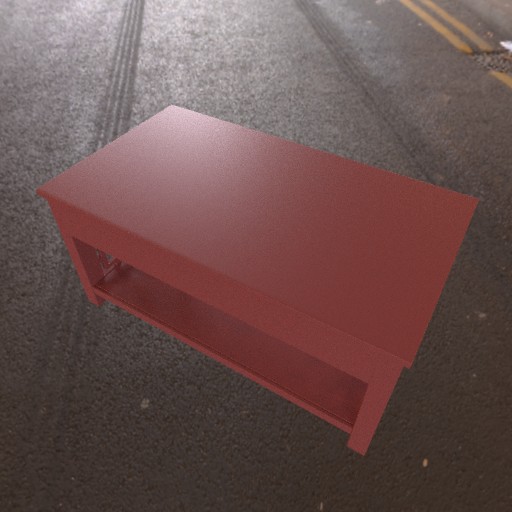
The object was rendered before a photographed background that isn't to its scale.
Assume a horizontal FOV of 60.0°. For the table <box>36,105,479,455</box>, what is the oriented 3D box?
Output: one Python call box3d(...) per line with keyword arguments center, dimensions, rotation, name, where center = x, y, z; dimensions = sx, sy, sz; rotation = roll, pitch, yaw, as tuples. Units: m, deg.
box3d(center=(0.000, 0.000, 1.401), dimensions=(1.068, 0.493, 0.612), rotation=(23, 49, 22), name="table")
